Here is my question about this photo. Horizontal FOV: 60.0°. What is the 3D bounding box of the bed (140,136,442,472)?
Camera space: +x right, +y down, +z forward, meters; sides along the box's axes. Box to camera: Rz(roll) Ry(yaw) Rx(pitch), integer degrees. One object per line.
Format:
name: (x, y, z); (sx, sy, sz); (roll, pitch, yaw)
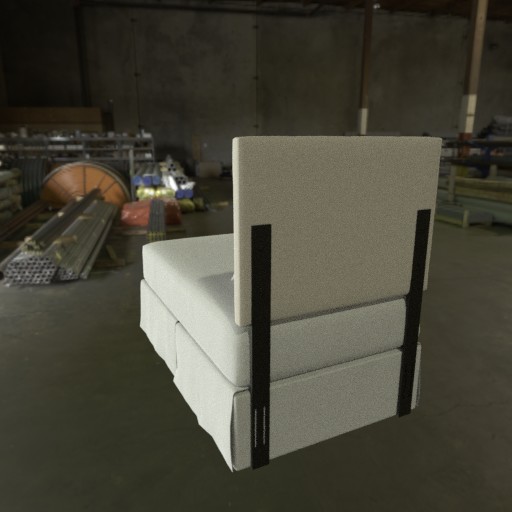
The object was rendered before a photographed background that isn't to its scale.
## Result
bed: (0.000, 0.000, 3.031); (1.261, 1.571, 1.997); (-7, 16, -26)
